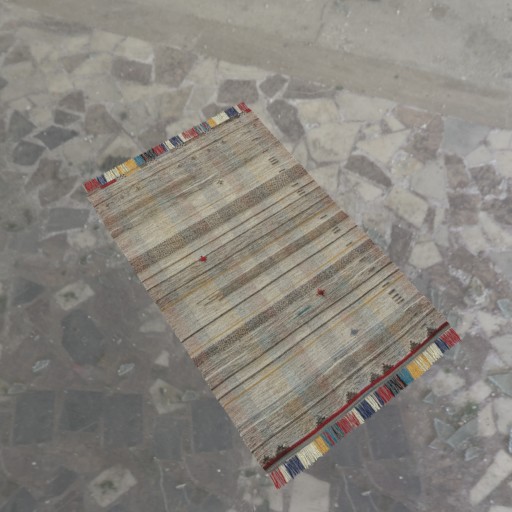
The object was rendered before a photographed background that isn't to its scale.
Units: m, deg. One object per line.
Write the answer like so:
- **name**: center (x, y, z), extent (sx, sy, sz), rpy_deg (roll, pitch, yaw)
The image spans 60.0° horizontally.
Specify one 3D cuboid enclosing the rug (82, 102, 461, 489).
- **rug**: center (0.000, 0.000, 3.011), extent (1.465, 0.012, 2.465), rpy_deg (-32, 68, -15)
